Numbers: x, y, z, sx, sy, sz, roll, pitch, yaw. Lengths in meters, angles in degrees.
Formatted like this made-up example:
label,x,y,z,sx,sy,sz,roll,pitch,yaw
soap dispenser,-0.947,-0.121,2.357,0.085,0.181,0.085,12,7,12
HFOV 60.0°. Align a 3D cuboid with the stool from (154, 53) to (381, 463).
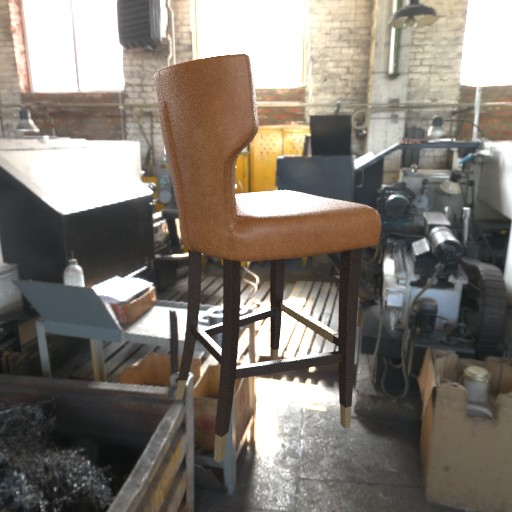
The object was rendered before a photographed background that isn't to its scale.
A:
label,x,y,z,sx,sy,sz,roll,pitch,yaw
stool,0.000,0.000,1.403,0.563,1.092,0.526,-8,17,-27
